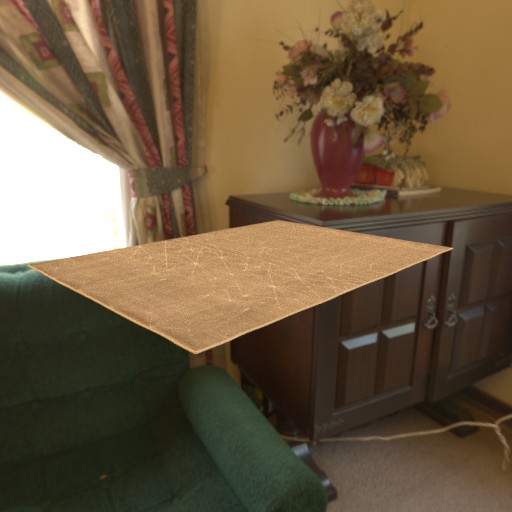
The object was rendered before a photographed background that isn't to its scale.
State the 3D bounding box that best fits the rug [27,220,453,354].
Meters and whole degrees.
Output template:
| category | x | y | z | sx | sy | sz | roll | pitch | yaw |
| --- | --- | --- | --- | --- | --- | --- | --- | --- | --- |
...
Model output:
| category | x | y | z | sx | sy | sz | roll | pitch | yaw |
| --- | --- | --- | --- | --- | --- | --- | --- | --- | --- |
| rug | 0.000 | 0.000 | 4.272 | 2.449 | 0.019 | 3.357 | 14 | 20 | 43 |
